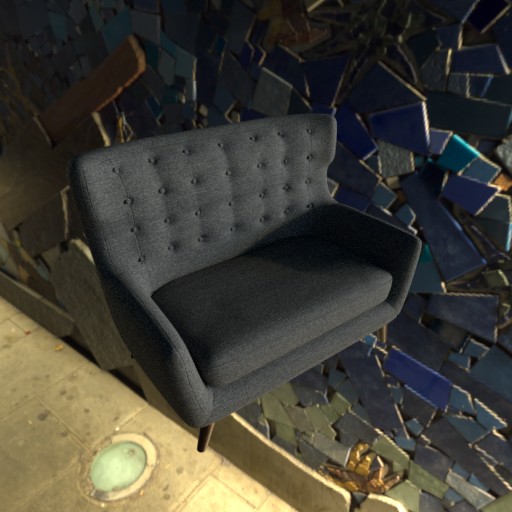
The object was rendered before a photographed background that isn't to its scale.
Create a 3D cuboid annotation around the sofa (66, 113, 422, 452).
[{"bbox_3d":[0.000,0.000,2.038,1.358,1.028,0.874,-20,35,-31],"label":"sofa"}]
